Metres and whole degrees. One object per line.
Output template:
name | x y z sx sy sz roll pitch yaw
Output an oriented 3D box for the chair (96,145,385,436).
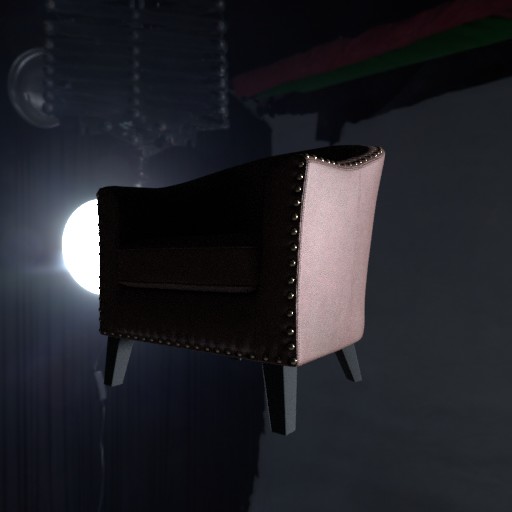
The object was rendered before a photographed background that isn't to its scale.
chair | 0.000 0.000 1.465 0.794 0.823 0.748 0 -1 37
